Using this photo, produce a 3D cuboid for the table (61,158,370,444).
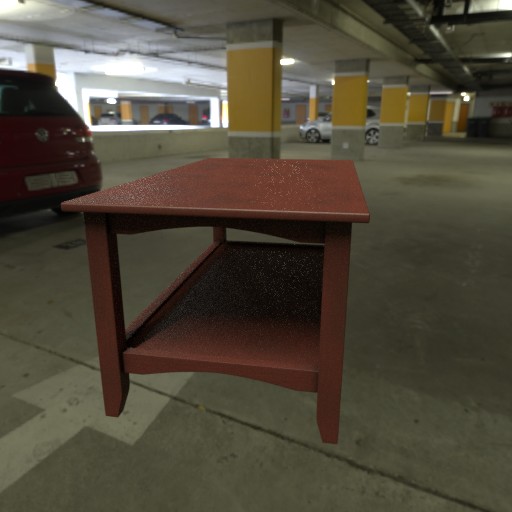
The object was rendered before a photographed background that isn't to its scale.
[{"bbox_3d":[0.000,0.000,1.247,0.533,0.456,0.943,3,18,10],"label":"table"}]
